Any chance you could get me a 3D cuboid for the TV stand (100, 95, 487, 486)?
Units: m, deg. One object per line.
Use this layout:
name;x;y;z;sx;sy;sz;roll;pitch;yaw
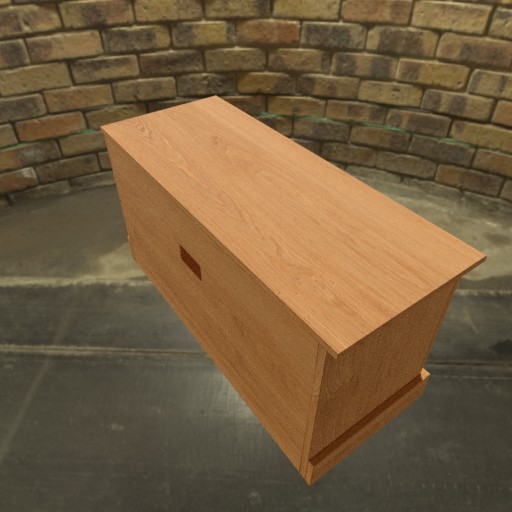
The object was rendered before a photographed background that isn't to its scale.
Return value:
TV stand;0.000;0.000;1.352;0.440;0.550;1.080;-26;47;-26
